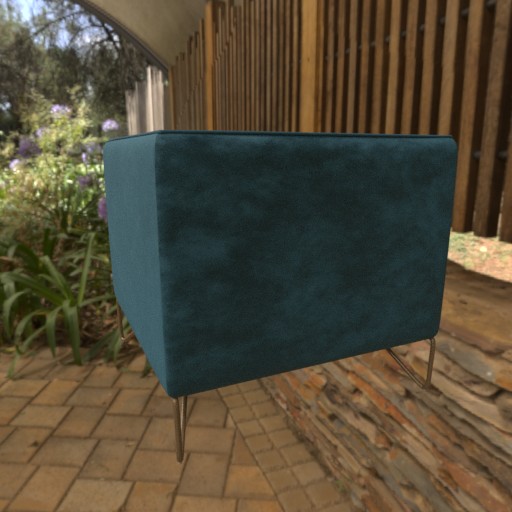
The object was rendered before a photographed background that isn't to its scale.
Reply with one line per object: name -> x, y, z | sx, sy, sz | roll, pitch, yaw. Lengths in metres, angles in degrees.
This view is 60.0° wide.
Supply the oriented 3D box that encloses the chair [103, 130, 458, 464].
chair -> 0.000, 0.000, 1.530 | 0.880, 0.790, 0.894 | -6, 14, -25
